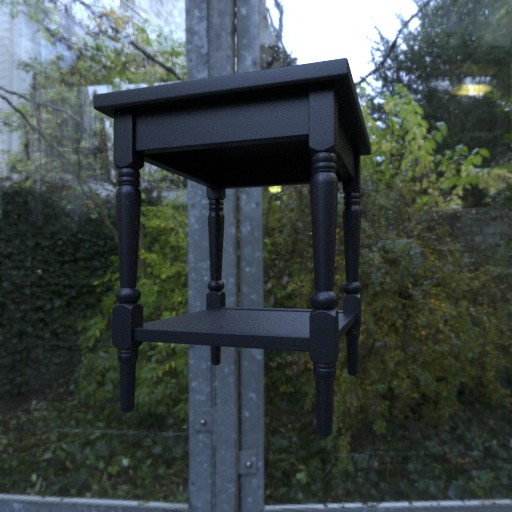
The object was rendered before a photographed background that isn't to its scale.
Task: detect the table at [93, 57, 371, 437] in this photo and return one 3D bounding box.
[{"bbox_3d":[0.000,0.000,0.934,0.442,0.565,0.488,0,-1,18],"label":"table"}]
